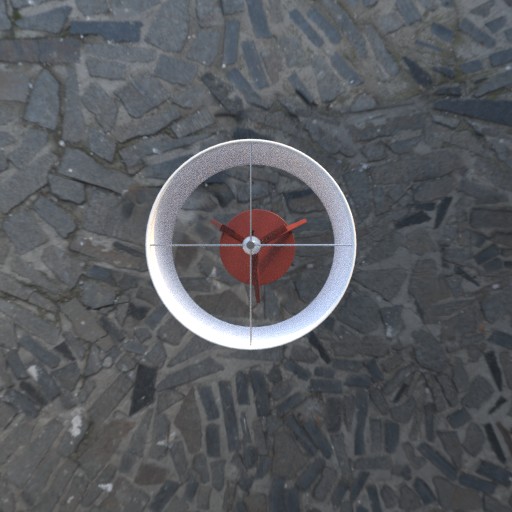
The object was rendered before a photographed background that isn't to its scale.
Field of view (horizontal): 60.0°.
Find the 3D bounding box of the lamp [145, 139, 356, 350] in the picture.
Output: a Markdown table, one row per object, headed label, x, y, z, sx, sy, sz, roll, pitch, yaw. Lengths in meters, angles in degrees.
| label | x | y | z | sx | sy | sz | roll | pitch | yaw |
| --- | --- | --- | --- | --- | --- | --- | --- | --- | --- |
| lamp | 0.000 | 0.000 | 1.727 | 0.539 | 1.472 | 0.542 | 0 | 91 | 1 |
